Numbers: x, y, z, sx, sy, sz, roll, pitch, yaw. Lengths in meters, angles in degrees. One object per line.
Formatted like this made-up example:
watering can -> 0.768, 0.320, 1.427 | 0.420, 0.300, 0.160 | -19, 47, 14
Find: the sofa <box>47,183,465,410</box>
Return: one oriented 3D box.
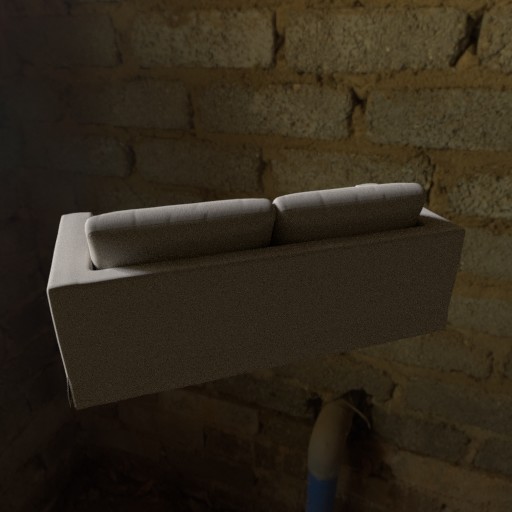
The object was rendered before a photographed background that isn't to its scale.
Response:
sofa -> 0.000, 0.000, 2.622 | 2.163, 0.881, 0.954 | -8, 27, -16
